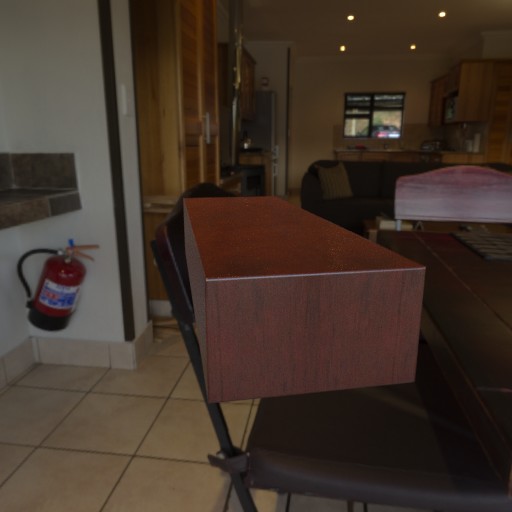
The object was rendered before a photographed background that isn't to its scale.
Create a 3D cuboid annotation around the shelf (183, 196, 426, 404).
[{"bbox_3d":[0.000,0.000,0.521,0.152,0.088,0.457,-3,14,-10],"label":"shelf"}]
